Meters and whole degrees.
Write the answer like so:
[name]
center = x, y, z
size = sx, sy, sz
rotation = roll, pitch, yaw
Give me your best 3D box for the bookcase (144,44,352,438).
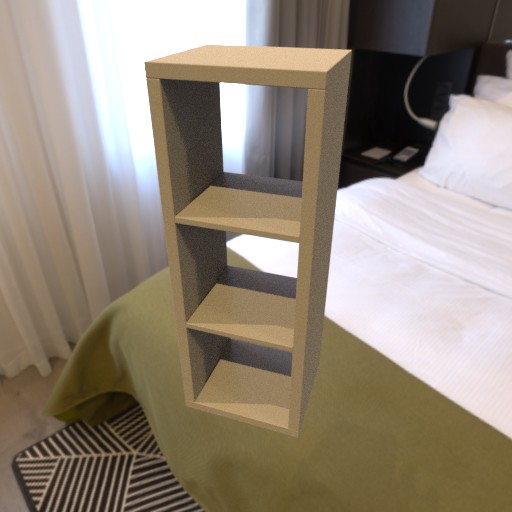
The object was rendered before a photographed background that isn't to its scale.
[bookcase]
center = 0.000, 0.000, 1.299
size = 0.390, 1.080, 0.330
rotation = 10, 33, 16
